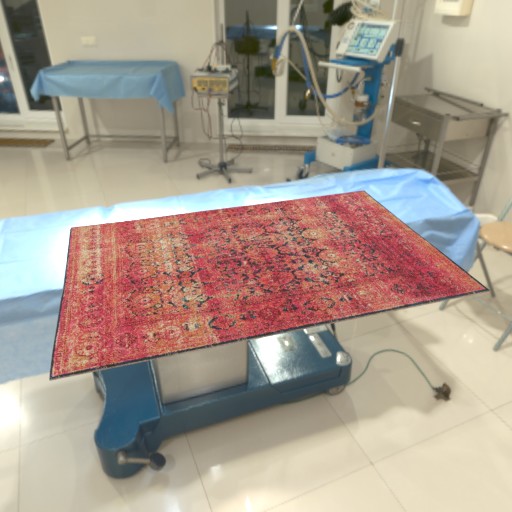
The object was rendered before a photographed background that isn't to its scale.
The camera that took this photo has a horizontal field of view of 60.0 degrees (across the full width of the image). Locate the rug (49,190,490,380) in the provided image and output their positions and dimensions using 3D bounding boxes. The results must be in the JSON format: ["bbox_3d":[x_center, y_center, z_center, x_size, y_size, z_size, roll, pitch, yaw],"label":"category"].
[{"bbox_3d":[0.000,0.000,2.964,2.449,0.018,1.539,-9,33,-14],"label":"rug"}]
